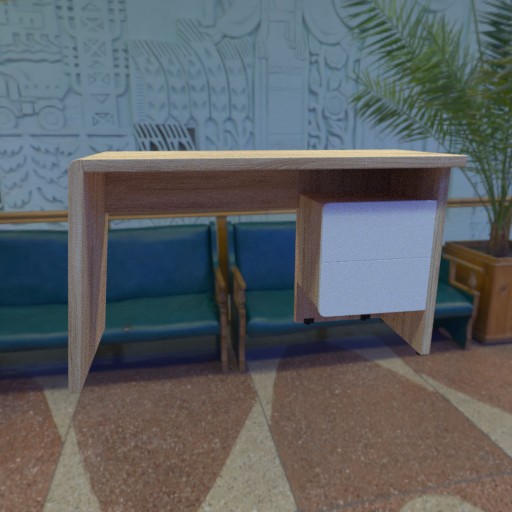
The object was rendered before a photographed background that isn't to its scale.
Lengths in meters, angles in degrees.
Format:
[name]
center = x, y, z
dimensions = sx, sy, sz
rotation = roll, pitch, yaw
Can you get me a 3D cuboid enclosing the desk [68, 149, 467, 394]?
[desk]
center = 0.000, 0.000, 1.661
dimensions = 1.300, 0.750, 0.500
rotation = -3, 16, -9
